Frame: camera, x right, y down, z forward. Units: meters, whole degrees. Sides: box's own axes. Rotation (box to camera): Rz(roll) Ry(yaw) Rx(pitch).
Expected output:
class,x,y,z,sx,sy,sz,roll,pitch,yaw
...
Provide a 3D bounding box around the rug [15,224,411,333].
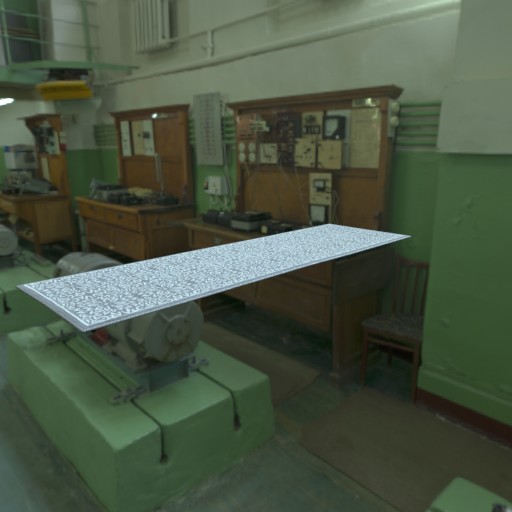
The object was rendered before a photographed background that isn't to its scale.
class,x,y,z,sx,sy,sz,roll,pitch,yaw
rug,0.000,0.000,2.382,2.196,0.011,0.662,-13,19,-43
